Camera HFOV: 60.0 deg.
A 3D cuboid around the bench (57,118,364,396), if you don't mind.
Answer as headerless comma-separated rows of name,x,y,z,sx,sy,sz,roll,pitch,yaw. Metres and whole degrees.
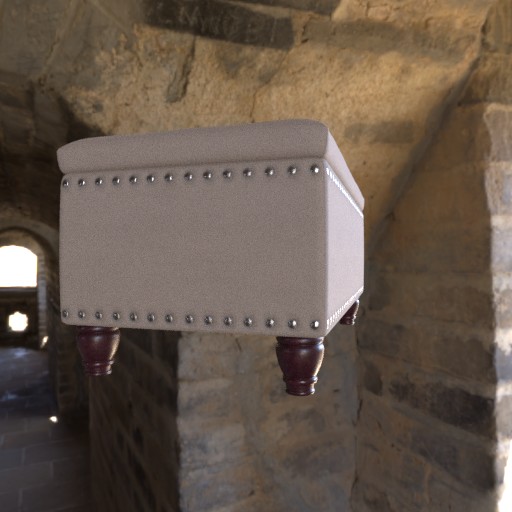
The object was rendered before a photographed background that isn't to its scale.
bench,0.000,0.000,1.159,0.500,0.449,0.887,0,0,17
